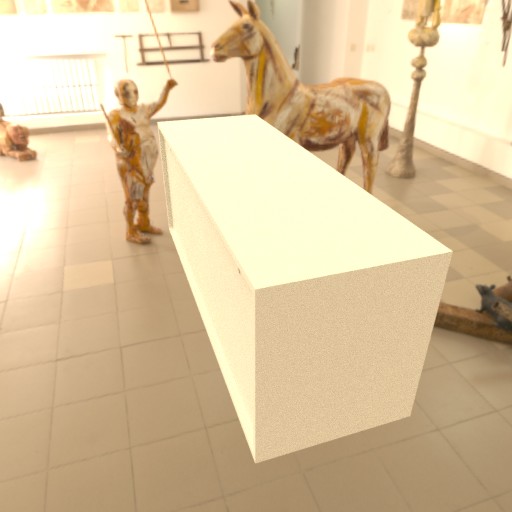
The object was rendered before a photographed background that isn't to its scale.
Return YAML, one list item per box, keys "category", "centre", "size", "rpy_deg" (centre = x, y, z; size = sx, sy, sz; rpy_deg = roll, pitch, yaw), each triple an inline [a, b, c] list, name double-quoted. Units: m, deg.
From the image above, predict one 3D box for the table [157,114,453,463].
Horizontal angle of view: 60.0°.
- category: "table"
  centre: [0.000, 0.000, 1.808]
  size: [0.508, 0.769, 1.500]
  rpy_deg: [-10, 32, -16]
